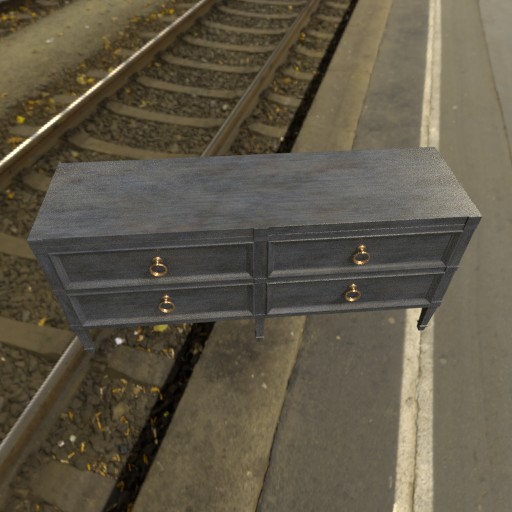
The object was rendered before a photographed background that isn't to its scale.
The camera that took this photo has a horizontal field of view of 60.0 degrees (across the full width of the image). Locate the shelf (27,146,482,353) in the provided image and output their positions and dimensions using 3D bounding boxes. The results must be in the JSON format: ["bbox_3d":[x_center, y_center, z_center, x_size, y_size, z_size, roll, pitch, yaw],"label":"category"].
[{"bbox_3d":[0.000,0.000,1.938,1.575,0.719,0.479,-3,45,-3],"label":"shelf"}]
